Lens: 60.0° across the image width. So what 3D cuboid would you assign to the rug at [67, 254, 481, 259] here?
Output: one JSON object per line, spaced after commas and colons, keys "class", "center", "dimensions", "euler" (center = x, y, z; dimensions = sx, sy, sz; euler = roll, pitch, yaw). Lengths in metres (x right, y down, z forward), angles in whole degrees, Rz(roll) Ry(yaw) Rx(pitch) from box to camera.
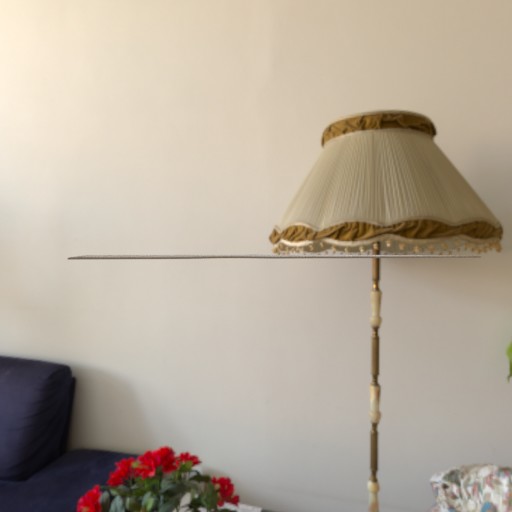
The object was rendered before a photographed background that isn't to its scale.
{"class": "rug", "center": [0.000, 0.000, 4.508], "dimensions": [3.359, 0.020, 2.448], "euler": [0, 0, -19]}
